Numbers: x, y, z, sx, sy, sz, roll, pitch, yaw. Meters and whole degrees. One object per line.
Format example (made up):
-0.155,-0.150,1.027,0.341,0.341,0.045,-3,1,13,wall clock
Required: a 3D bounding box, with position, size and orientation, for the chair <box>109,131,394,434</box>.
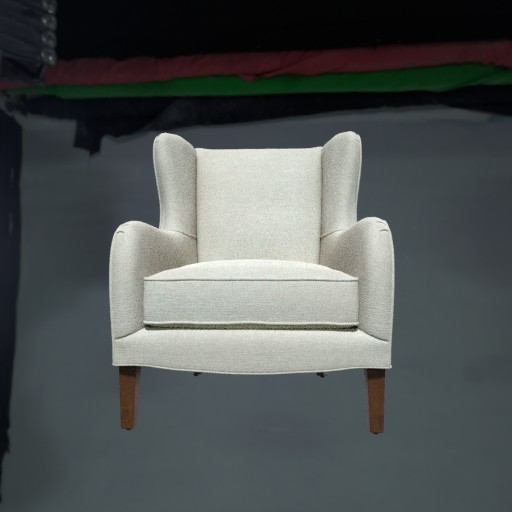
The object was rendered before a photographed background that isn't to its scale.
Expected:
0.000,0.000,1.719,0.838,1.040,0.966,0,-1,3,chair
